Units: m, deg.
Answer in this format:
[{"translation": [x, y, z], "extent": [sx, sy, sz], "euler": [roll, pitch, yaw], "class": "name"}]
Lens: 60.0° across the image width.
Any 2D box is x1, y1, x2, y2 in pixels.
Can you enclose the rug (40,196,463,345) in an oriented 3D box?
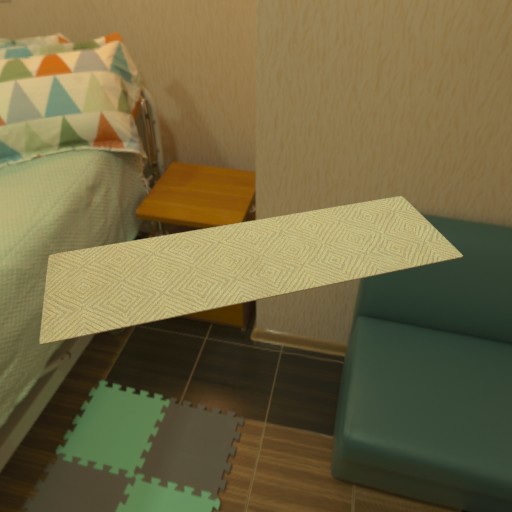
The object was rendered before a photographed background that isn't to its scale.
[{"translation": [0.000, 0.000, 2.538], "extent": [2.277, 0.008, 0.676], "euler": [-11, 41, -12], "class": "rug"}]
